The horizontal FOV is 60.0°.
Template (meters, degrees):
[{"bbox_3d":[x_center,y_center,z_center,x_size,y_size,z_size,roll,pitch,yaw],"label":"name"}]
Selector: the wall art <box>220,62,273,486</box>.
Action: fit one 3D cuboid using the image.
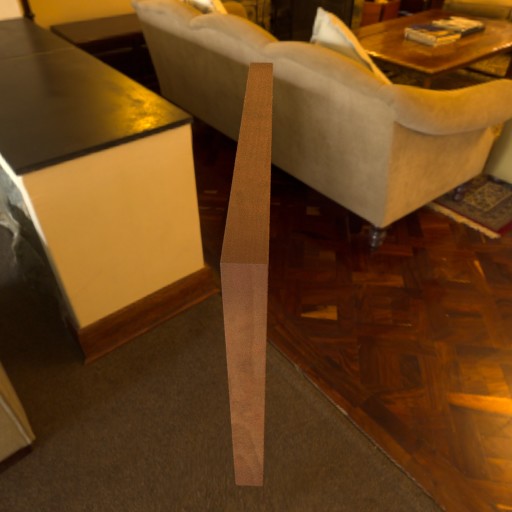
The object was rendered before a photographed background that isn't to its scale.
[{"bbox_3d":[0.000,0.000,0.538,0.030,0.328,0.401,1,40,2],"label":"wall art"}]
